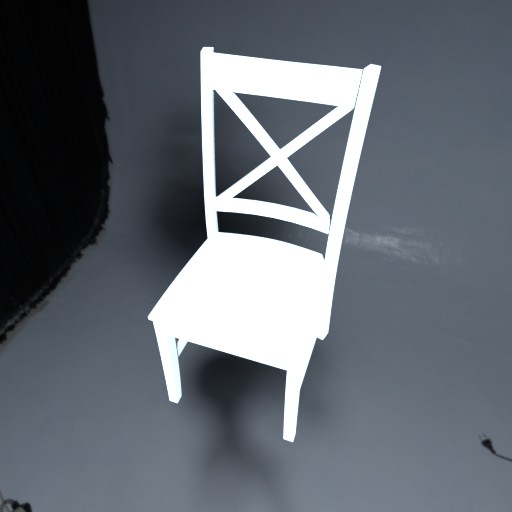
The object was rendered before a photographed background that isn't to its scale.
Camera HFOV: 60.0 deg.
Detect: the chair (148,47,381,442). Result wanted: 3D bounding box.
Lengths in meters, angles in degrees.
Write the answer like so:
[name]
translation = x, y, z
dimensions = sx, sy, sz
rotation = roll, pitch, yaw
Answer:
[chair]
translation = 0.000, 0.000, 1.306
dimensions = 0.485, 0.983, 0.542
rotation = 13, 42, 15
